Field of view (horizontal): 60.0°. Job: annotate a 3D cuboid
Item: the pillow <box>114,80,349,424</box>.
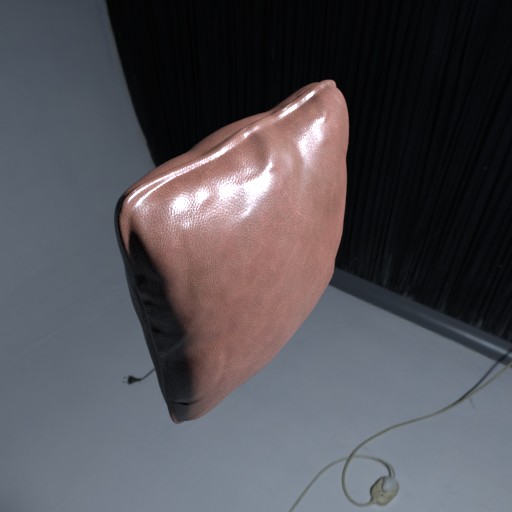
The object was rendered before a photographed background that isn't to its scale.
[{"bbox_3d":[0.000,0.000,0.827,0.236,0.523,0.532,26,47,27],"label":"pillow"}]
